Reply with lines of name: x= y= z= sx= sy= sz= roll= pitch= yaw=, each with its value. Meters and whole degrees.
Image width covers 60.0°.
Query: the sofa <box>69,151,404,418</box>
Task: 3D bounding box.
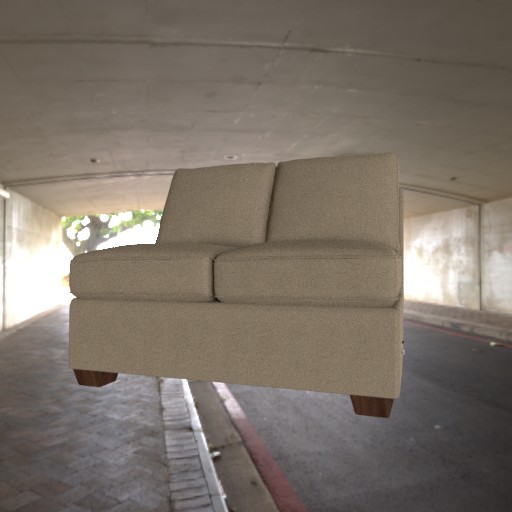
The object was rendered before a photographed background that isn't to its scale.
sofa: x=0.000 y=0.000 z=1.946 sx=1.232 sy=1.006 sz=0.978 roll=0 pitch=-1 yaw=19
